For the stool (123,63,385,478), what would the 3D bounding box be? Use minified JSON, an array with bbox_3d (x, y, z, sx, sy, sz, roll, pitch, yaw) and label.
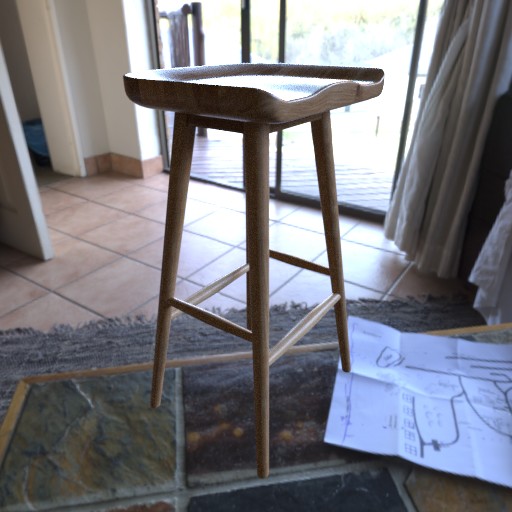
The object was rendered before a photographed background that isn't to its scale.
[{"bbox_3d":[0.000,0.000,0.904,0.322,0.698,0.407,18,32,32],"label":"stool"}]
